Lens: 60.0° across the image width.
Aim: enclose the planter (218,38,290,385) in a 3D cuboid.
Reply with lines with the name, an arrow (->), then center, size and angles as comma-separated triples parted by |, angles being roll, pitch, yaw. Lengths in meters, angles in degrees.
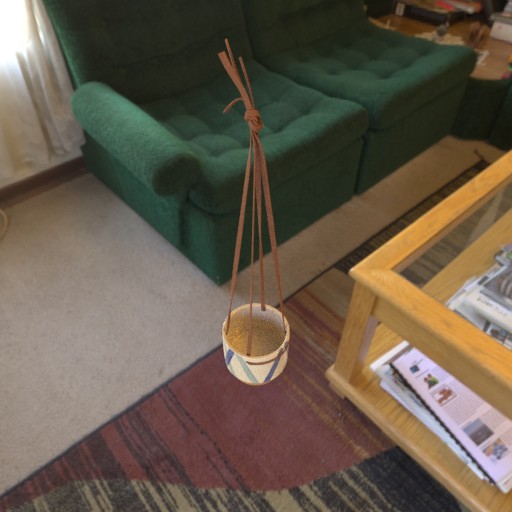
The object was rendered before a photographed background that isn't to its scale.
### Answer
planter -> 0.000, 0.000, 0.830 | 0.157, 0.753, 0.153 | 23, 50, 21
